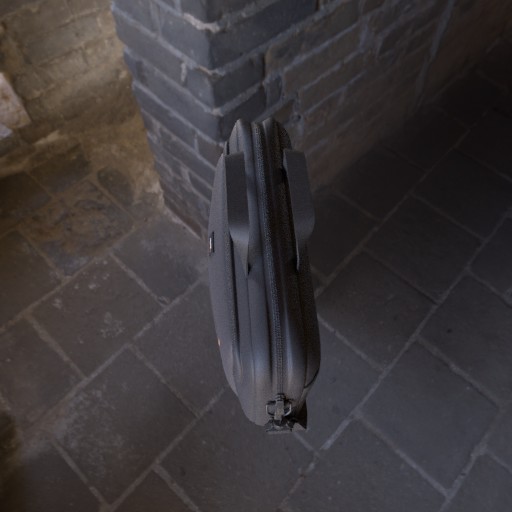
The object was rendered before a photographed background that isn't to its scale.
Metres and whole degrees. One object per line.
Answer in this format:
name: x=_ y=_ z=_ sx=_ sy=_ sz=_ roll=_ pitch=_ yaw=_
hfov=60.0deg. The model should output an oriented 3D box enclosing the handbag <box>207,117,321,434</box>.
handbag: x=0.000 y=0.000 z=0.584 sx=0.126 sy=0.330 sz=0.429 roll=-4 pitch=60 yaw=-2
